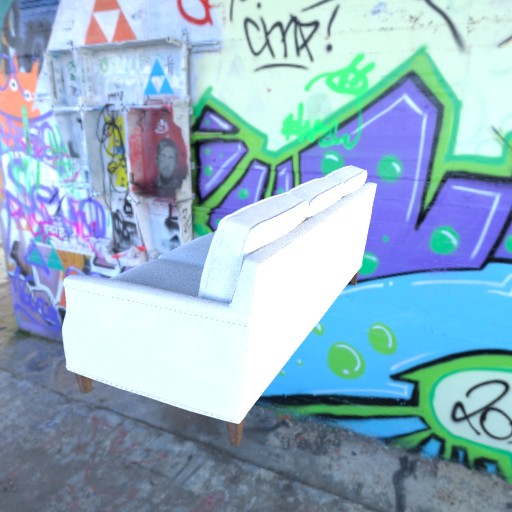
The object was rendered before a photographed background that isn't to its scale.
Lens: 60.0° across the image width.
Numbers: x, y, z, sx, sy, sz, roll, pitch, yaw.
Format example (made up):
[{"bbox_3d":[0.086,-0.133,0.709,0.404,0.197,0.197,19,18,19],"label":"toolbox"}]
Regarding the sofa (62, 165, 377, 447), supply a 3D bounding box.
[{"bbox_3d":[0.000,0.000,2.863,1.084,1.003,2.246,9,20,24],"label":"sofa"}]
